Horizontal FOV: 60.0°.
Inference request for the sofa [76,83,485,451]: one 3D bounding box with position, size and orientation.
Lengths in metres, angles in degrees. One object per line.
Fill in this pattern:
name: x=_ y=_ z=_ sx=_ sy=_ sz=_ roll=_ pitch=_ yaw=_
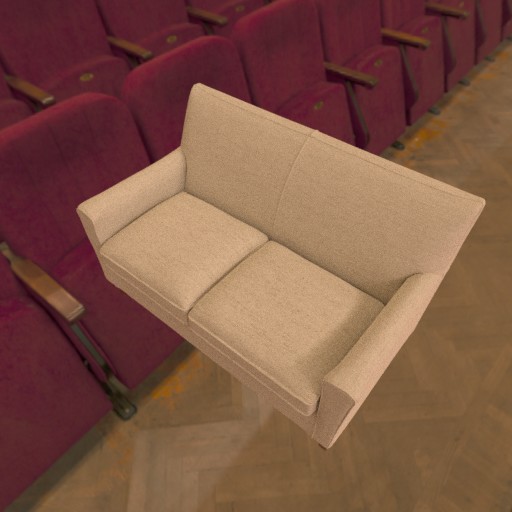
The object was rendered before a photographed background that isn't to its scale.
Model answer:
sofa: x=0.000 y=0.000 z=2.034 sx=1.482 sy=0.892 sz=0.891 roll=31 pitch=54 yaw=26
